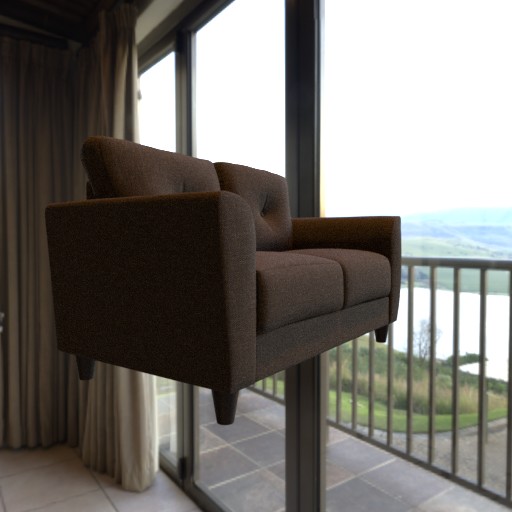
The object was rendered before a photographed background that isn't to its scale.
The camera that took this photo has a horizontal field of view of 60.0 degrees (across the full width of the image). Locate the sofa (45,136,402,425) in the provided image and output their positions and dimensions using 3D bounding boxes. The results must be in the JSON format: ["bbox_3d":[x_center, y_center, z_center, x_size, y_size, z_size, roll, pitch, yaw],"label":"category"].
[{"bbox_3d":[0.000,0.000,1.914,0.851,0.885,1.423,1,2,36],"label":"sofa"}]
